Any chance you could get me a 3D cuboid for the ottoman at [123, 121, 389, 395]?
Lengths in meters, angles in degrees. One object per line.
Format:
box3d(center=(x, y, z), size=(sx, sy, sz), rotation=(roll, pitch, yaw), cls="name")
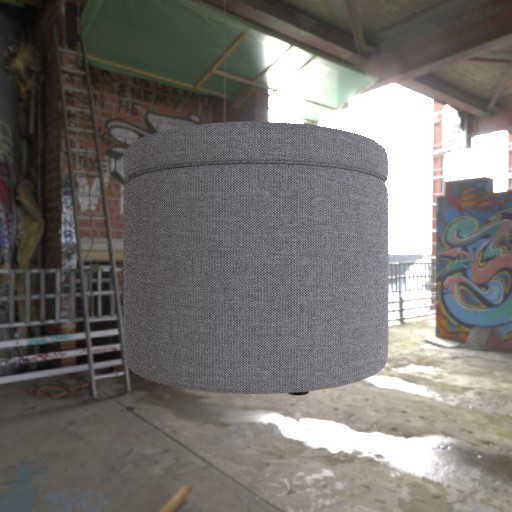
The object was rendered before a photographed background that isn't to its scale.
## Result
box3d(center=(0.000, 0.000, 0.872), size=(0.500, 0.419, 0.500), rotation=(0, 0, 0), cls="ottoman")
